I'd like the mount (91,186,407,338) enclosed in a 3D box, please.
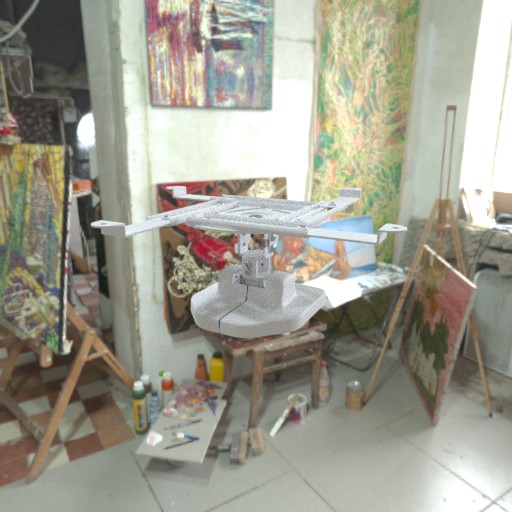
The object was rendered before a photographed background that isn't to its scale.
[{"bbox_3d":[0.000,0.000,0.580,0.394,0.141,0.394,9,18,27],"label":"mount"}]
